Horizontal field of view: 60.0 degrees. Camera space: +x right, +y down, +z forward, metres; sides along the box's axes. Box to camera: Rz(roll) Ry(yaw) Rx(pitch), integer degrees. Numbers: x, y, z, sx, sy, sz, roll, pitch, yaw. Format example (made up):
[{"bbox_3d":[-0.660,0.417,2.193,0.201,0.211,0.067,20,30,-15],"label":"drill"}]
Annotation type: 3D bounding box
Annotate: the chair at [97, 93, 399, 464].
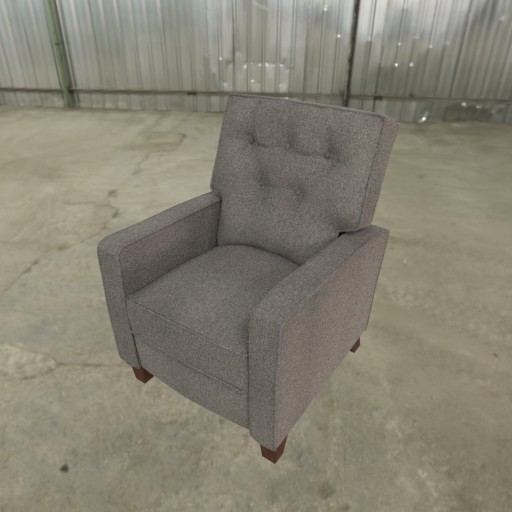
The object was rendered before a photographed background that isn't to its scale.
[{"bbox_3d":[0.000,0.000,1.434,0.650,0.889,0.775,20,36,29],"label":"chair"}]
